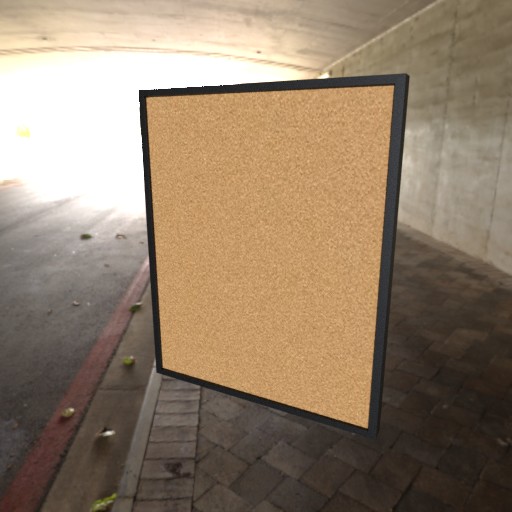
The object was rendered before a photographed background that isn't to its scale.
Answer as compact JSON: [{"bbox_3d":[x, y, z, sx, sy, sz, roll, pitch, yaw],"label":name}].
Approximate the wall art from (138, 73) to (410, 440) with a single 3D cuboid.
[{"bbox_3d":[0.000,0.000,0.766,0.457,0.559,0.029,8,17,27],"label":"wall art"}]
